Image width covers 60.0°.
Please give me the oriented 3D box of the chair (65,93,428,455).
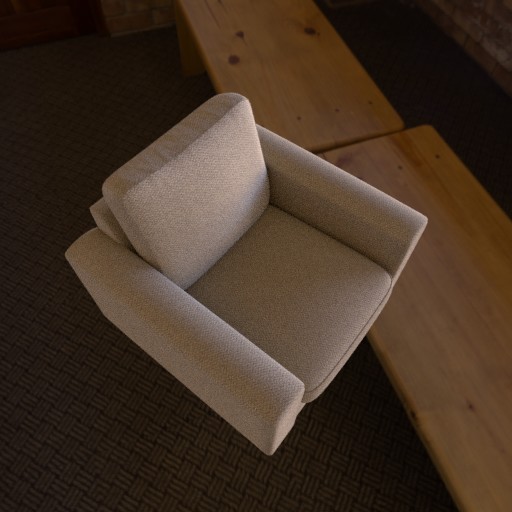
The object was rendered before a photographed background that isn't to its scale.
[{"bbox_3d":[0.000,0.000,1.766,1.016,0.873,1.005,34,63,20],"label":"chair"}]
